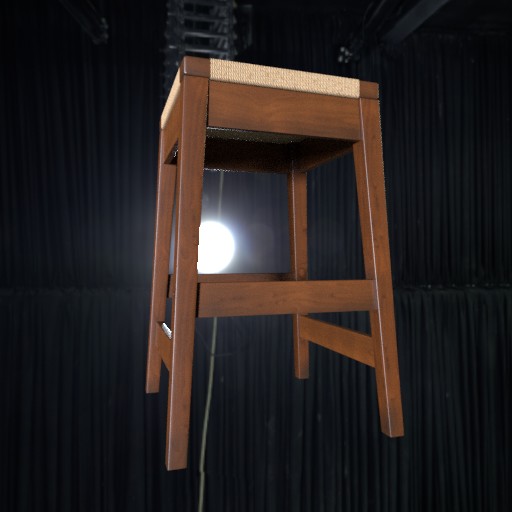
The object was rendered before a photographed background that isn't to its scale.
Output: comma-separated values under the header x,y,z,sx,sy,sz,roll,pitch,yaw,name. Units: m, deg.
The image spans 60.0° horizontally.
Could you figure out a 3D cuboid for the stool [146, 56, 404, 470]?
x,y,z,sx,sy,sz,roll,pitch,yaw,name
0.000,0.000,1.104,0.497,0.762,0.507,0,0,-18,stool
